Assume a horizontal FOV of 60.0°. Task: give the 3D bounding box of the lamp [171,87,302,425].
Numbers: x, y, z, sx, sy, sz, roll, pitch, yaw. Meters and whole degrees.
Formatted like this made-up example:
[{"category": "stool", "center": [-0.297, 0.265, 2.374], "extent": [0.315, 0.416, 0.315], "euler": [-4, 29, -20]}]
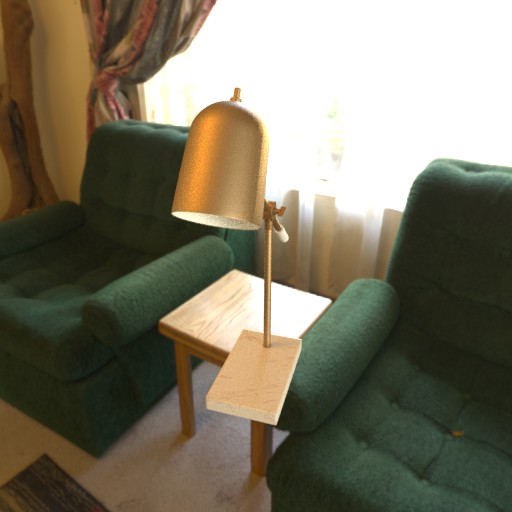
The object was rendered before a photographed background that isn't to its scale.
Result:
[{"category": "lamp", "center": [0.000, 0.000, 0.818], "extent": [0.144, 0.603, 0.471], "euler": [8, 28, 15]}]
